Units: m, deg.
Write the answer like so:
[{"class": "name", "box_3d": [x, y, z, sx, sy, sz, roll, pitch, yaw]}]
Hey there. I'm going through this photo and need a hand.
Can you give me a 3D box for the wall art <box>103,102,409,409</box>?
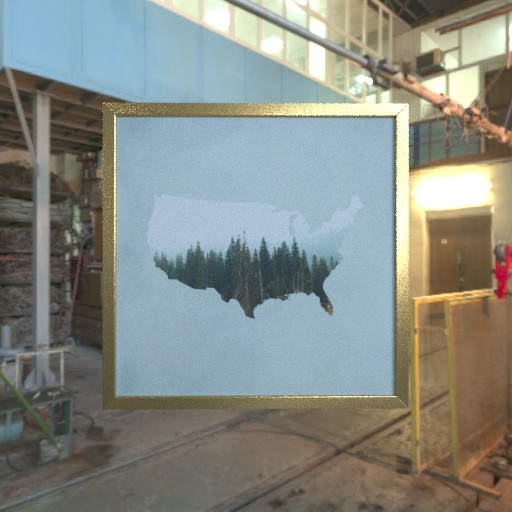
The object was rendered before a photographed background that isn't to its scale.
[{"class": "wall art", "box_3d": [0.000, 0.000, 0.460, 0.304, 0.304, 0.038, 0, 0, -1]}]
